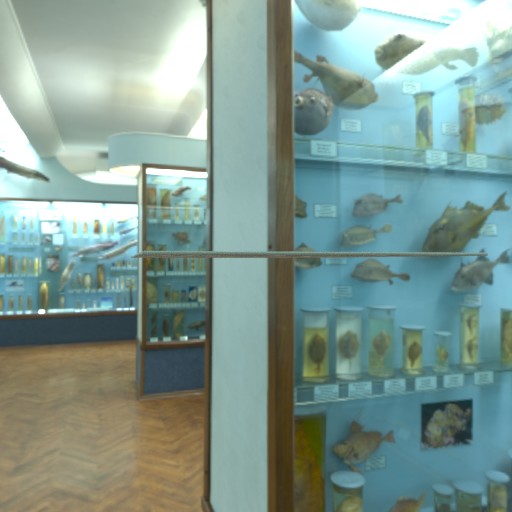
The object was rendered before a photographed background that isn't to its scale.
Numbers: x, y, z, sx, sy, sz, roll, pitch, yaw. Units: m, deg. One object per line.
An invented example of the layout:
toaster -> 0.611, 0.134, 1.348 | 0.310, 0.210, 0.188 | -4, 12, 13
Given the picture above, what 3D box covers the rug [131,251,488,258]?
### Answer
rug -> 0.000, 0.000, 2.872 | 1.526, 0.014, 2.290 | 0, -1, -17
